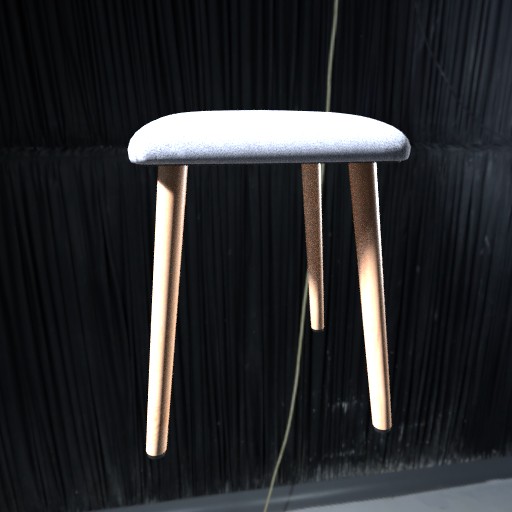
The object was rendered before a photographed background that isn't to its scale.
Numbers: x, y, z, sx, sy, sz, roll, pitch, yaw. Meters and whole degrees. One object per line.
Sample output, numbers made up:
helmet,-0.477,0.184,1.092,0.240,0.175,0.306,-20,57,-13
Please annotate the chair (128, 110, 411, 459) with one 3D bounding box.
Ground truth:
chair,0.000,0.000,0.708,0.350,0.440,0.350,-3,17,-9
